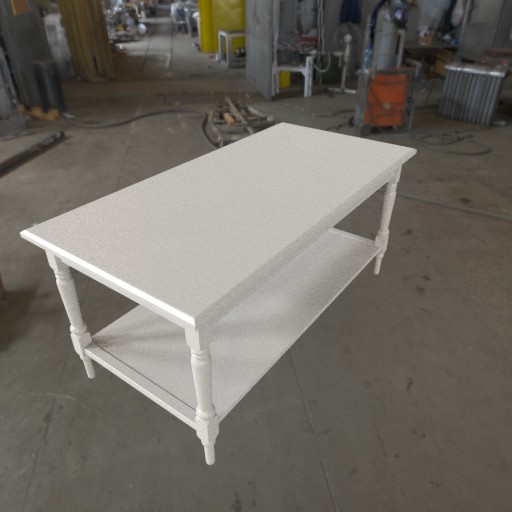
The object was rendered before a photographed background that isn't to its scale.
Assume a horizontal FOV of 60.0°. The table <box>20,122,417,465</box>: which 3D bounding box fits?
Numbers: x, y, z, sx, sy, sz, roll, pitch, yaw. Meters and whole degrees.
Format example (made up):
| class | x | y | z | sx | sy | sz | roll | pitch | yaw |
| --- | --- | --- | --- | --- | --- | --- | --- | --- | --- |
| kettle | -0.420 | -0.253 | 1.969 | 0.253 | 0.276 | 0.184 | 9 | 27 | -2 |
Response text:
| class | x | y | z | sx | sy | sz | roll | pitch | yaw |
| --- | --- | --- | --- | --- | --- | --- | --- | --- | --- |
| table | 0.000 | 0.000 | 1.403 | 0.551 | 0.506 | 1.109 | 21 | 38 | 30 |
